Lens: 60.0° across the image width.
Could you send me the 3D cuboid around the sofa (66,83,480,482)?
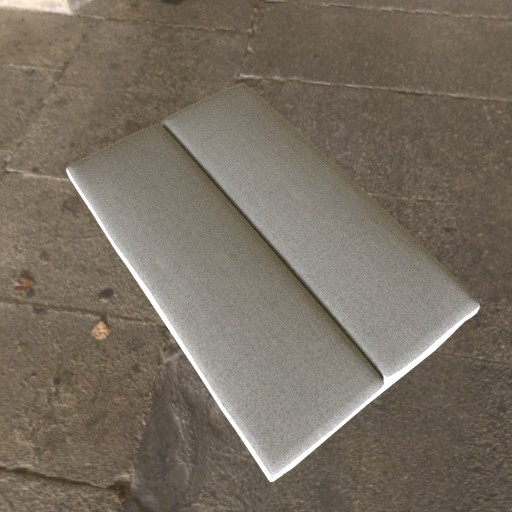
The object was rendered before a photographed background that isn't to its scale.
[{"bbox_3d":[0.000,0.000,1.604,0.817,0.434,1.250,-32,64,-17],"label":"sofa"}]
